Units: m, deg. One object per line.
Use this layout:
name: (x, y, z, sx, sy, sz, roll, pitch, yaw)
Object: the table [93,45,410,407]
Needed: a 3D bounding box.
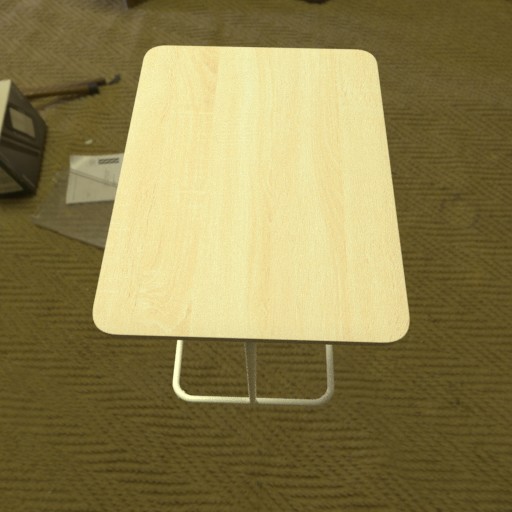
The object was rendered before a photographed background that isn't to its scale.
table: (0.000, 0.000, 0.856, 0.370, 0.550, 0.480, 2, 64, 1)
